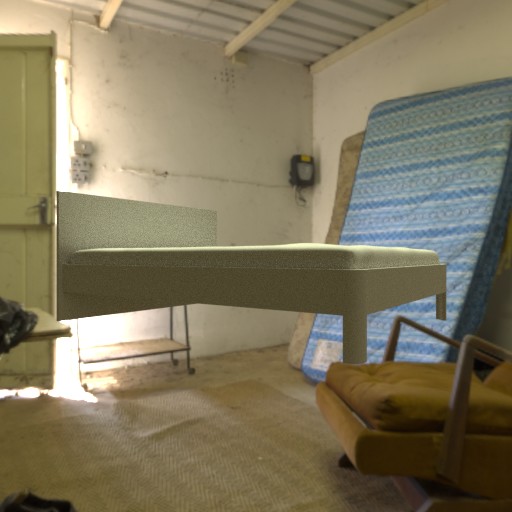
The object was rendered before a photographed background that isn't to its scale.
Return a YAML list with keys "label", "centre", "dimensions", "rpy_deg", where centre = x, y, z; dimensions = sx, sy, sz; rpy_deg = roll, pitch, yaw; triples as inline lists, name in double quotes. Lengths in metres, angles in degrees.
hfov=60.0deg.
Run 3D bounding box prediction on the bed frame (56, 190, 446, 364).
- label: "bed frame"
  centre: [0.000, 0.000, 2.770]
  dimensions: [1.950, 0.800, 1.490]
  rpy_deg: [0, 0, 35]
